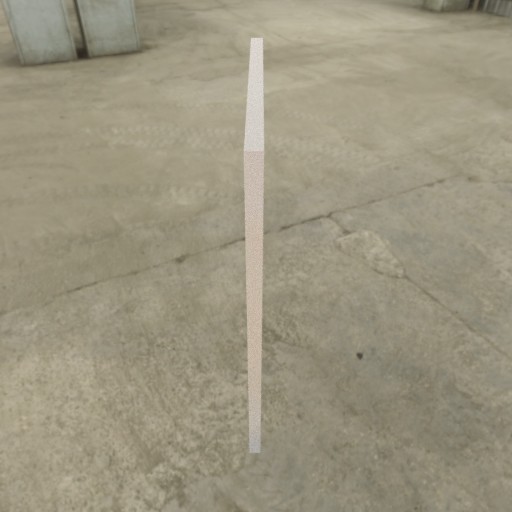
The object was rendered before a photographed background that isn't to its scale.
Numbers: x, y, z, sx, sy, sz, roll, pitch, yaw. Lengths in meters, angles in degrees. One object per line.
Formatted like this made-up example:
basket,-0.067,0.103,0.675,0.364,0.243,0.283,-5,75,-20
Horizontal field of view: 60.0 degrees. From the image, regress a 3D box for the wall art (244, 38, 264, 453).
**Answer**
wall art,0.000,0.000,1.463,0.038,1.143,0.764,0,40,0
